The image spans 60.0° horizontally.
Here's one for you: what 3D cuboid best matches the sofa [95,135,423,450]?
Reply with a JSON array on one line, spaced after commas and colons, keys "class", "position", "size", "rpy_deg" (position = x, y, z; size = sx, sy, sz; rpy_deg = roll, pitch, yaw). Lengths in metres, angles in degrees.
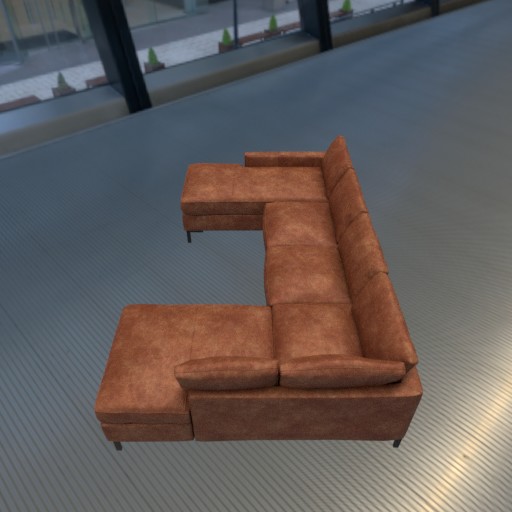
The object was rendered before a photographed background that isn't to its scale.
[{"class": "sofa", "position": [0.000, 0.000, 3.748], "size": [1.939, 0.900, 2.956], "rpy_deg": [0, 41, 0]}]
